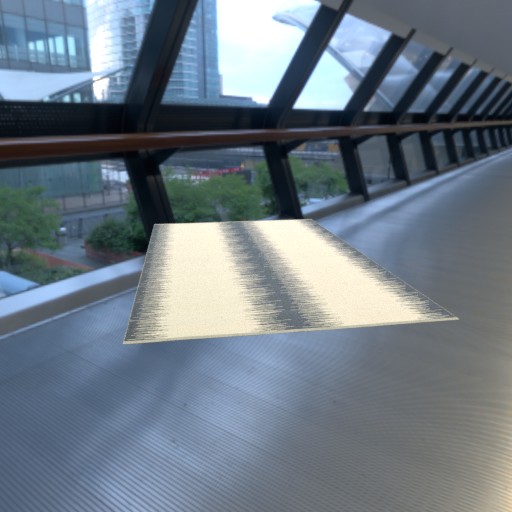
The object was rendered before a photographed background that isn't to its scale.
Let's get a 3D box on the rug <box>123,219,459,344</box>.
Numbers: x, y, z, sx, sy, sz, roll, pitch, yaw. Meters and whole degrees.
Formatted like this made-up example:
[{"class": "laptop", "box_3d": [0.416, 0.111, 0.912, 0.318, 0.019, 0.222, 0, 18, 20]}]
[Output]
[{"class": "rug", "box_3d": [0.000, 0.000, 3.104, 1.519, 0.003, 2.453, -3, 16, -9]}]
